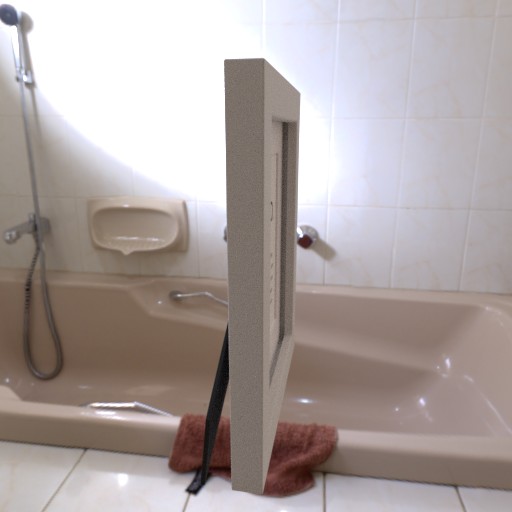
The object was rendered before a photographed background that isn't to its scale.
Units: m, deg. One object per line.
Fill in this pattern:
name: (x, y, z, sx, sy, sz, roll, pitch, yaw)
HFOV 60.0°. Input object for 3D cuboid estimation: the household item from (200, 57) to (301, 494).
household item: (0.000, 0.000, 0.339, 0.045, 0.250, 0.200, 3, 16, 10)
